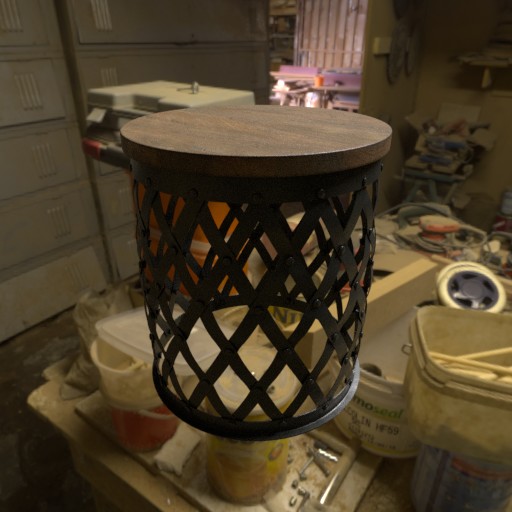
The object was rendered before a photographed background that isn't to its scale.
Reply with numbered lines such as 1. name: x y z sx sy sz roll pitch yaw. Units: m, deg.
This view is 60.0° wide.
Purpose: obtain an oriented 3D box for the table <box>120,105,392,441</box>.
1. table: 0.000 0.000 0.782 0.405 0.454 0.405 0 27 0
